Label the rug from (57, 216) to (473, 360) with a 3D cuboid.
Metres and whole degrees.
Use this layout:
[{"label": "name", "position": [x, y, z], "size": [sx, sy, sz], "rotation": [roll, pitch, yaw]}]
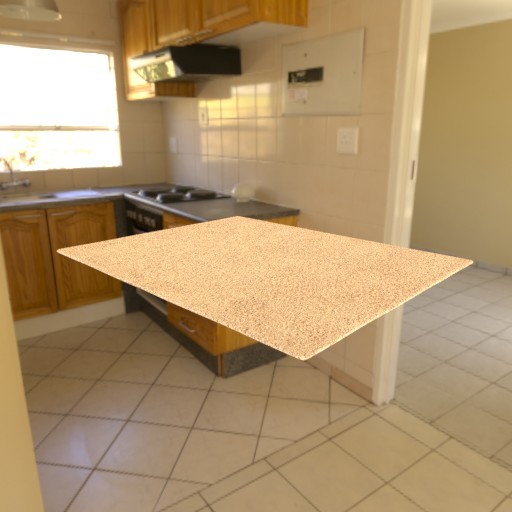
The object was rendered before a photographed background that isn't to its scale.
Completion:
[{"label": "rug", "position": [0.000, 0.000, 4.118], "size": [3.047, 0.029, 2.438], "rotation": [15, 22, 42]}]
